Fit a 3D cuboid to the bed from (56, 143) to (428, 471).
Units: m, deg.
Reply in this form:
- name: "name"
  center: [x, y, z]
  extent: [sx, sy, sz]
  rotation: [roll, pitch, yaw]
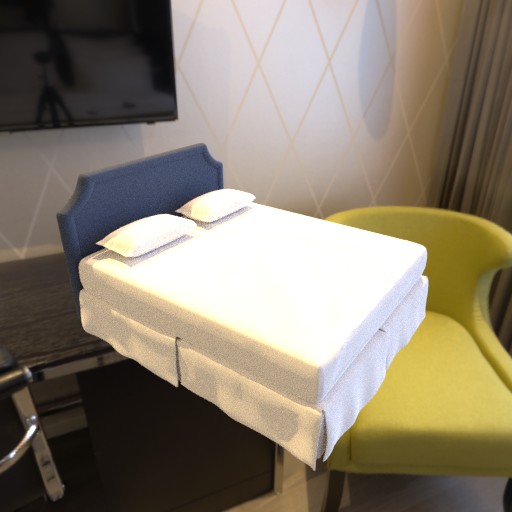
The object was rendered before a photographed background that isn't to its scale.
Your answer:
- name: "bed"
  center: [0.000, 0.000, 4.162]
  extent: [2.773, 1.488, 2.350]
  rotation: [18, 32, 32]
